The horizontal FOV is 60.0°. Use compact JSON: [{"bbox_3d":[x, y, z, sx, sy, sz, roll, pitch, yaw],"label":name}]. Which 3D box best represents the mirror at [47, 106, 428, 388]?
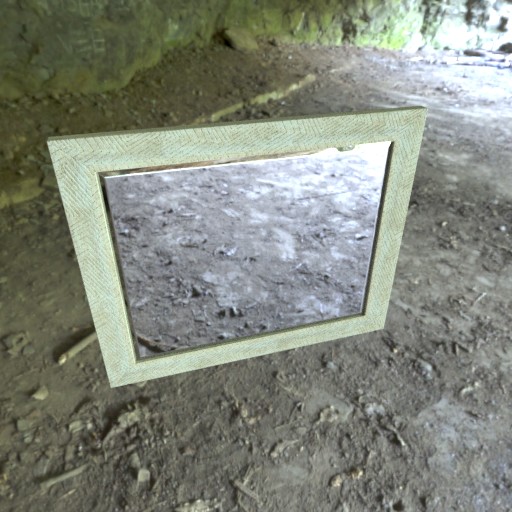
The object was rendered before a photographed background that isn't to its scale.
[{"bbox_3d":[0.000,0.000,1.137,0.839,0.689,0.028,-9,34,-14],"label":"mirror"}]
